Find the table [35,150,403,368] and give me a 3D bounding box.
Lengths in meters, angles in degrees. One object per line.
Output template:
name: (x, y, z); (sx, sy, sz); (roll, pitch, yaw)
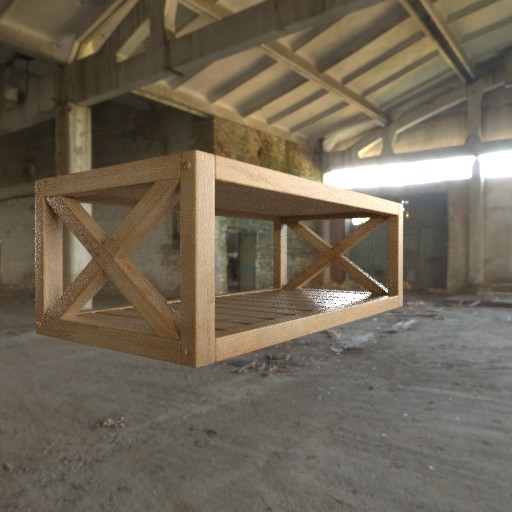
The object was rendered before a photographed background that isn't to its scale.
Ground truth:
table: (0.000, 0.000, 1.642); (0.660, 0.457, 1.321); (0, 1, 37)
